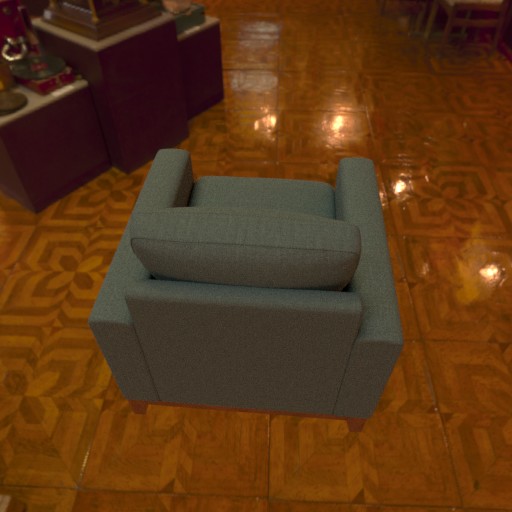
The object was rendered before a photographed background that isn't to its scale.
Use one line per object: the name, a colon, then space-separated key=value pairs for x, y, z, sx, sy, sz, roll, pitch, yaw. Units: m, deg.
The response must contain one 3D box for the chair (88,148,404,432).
chair: x=0.000 y=0.000 z=1.895 sx=1.024 sy=1.010 sz=1.038 roll=3 pitch=47 yaw=3
